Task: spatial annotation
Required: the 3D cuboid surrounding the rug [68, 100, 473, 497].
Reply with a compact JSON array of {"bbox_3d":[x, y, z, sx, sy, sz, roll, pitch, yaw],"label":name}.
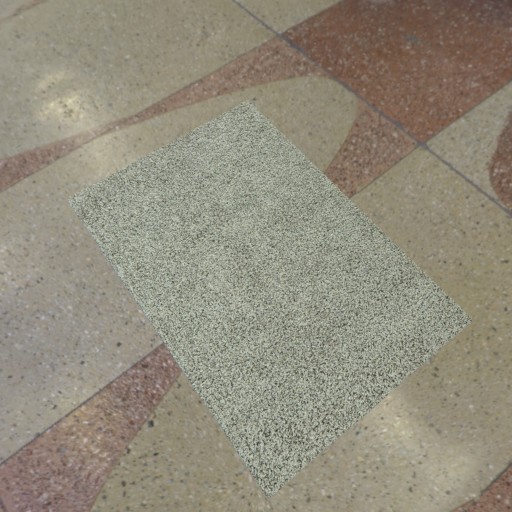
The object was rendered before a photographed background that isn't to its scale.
[{"bbox_3d":[0.000,0.000,2.237,1.219,0.030,1.778,-34,68,-16],"label":"rug"}]
